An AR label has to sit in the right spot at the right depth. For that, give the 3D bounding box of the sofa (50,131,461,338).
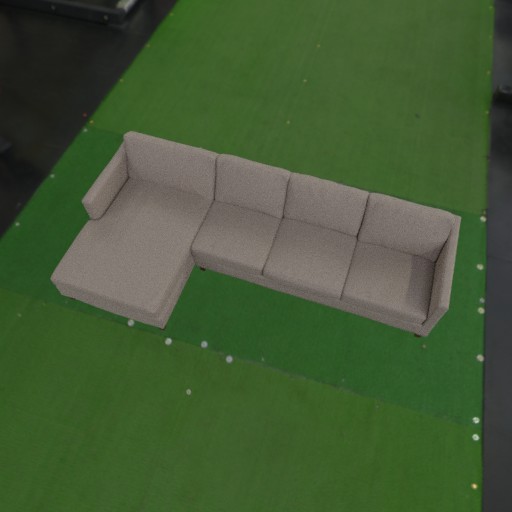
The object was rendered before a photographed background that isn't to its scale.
[{"bbox_3d":[0.000,0.000,3.879,3.186,0.846,1.625,17,60,10],"label":"sofa"}]
